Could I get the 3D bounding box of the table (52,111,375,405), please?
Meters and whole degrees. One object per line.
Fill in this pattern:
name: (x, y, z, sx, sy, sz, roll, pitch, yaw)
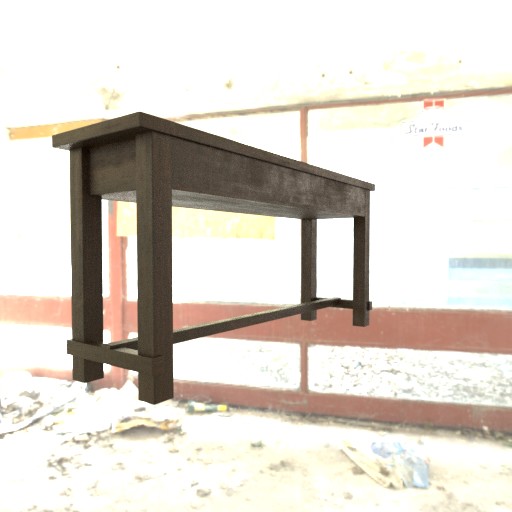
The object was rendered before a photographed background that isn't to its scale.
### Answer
table: (0.000, 0.000, 1.895, 0.442, 0.762, 1.599, 1, 1, 36)
